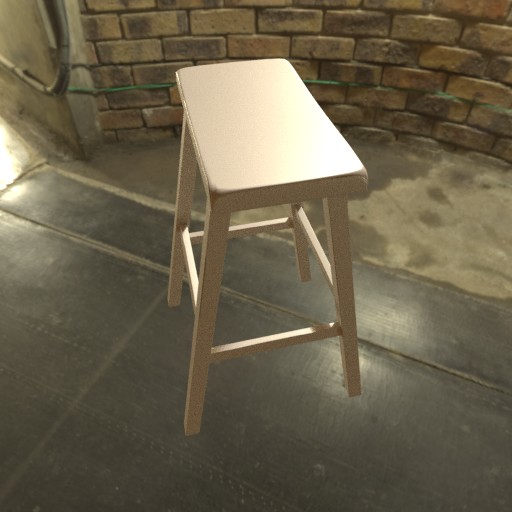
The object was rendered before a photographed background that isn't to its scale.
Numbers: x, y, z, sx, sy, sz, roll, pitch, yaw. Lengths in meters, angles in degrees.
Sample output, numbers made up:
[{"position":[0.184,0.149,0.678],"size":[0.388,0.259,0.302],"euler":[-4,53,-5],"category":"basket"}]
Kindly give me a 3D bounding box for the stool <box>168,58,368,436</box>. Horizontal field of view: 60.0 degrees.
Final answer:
[{"position":[0.000,0.000,1.053],"size":[0.476,0.737,0.457],"euler":[-10,46,-10],"category":"stool"}]
